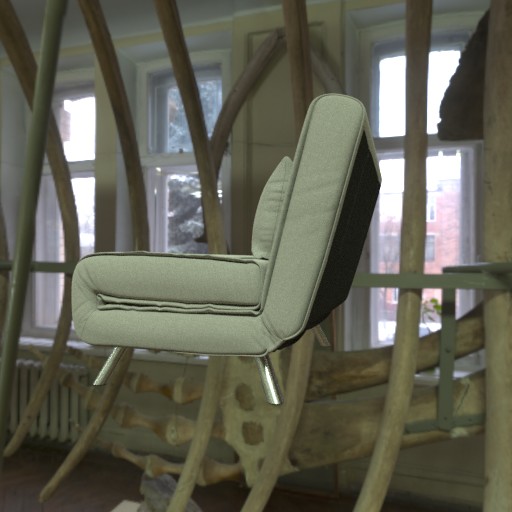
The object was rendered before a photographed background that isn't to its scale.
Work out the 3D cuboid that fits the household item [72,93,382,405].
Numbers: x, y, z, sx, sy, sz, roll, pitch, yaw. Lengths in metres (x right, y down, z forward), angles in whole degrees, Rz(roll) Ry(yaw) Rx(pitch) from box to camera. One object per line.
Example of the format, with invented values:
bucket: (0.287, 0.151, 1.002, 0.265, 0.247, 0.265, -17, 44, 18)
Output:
household item: (0.000, 0.000, 1.659, 0.874, 0.800, 1.000, 0, 0, 18)
